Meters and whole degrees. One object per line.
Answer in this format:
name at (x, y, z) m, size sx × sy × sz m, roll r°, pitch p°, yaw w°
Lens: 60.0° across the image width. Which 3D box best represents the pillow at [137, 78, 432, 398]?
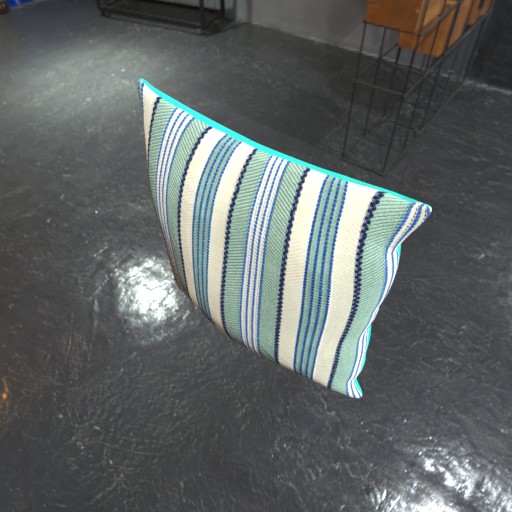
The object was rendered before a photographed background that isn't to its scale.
pillow at (0.000, 0.000, 0.682) m, size 0.440 × 0.441 × 0.182 m, roll 30°, pitch 54°, yaw 25°
